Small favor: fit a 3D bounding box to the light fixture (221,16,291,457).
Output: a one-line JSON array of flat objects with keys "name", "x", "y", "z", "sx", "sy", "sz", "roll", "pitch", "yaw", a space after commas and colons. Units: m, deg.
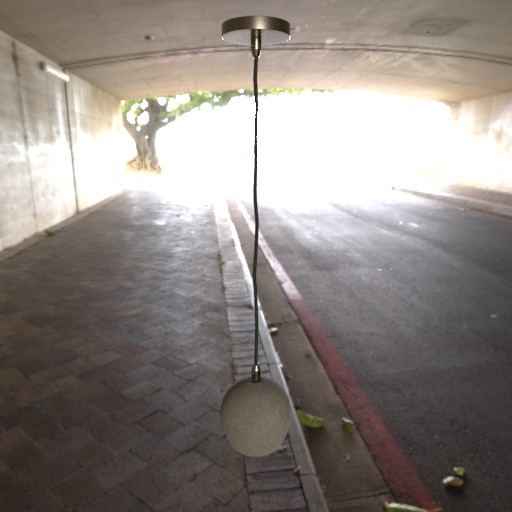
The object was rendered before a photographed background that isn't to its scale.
[{"name": "light fixture", "x": 0.000, "y": 0.000, "z": 0.804, "sx": 0.139, "sy": 0.764, "sz": 0.139, "roll": 7, "pitch": 15, "yaw": 26}]
